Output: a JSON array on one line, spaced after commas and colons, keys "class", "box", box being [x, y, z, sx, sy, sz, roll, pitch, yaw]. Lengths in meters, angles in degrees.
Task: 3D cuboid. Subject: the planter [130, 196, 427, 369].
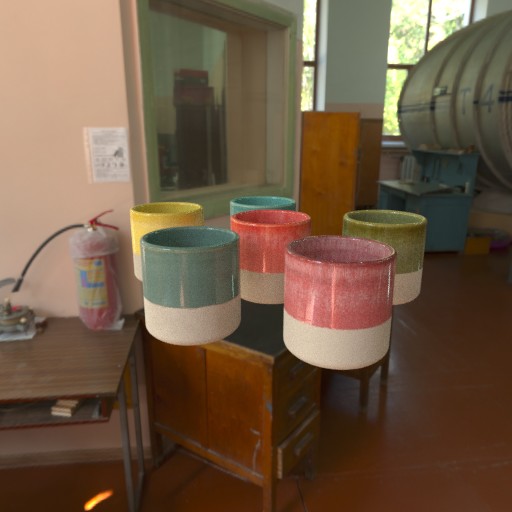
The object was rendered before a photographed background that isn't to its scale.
[{"class": "planter", "box": [0.000, 0.000, 0.420, 0.286, 0.075, 0.257, 8, 18, 26]}]
